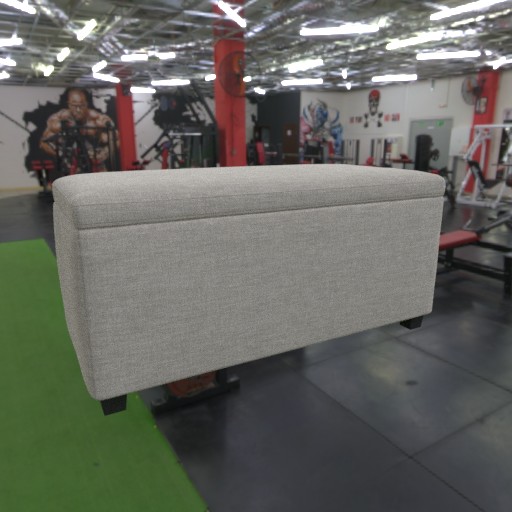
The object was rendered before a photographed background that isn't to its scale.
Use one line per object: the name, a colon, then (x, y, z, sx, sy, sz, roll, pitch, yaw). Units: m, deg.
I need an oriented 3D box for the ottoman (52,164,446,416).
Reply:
ottoman: (0.000, 0.000, 1.123, 0.902, 0.432, 0.419, -8, 17, -27)
